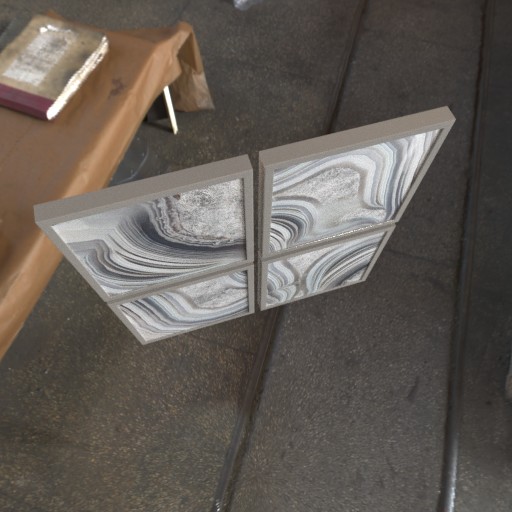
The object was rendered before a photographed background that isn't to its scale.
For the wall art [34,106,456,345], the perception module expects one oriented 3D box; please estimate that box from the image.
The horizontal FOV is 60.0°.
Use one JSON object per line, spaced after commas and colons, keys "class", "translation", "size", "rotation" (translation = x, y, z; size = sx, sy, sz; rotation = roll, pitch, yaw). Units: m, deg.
{"class": "wall art", "translation": [0.000, 0.000, 0.898], "size": [0.611, 0.611, 0.029], "rotation": [-15, 65, -7]}
